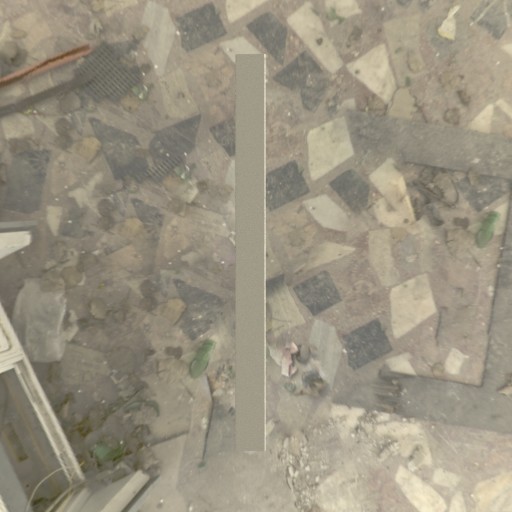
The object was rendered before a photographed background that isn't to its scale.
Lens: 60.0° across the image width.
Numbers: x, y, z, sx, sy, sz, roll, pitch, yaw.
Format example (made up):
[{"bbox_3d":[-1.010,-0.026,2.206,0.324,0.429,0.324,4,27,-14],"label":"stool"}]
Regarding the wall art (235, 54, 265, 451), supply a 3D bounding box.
[{"bbox_3d":[0.000,0.000,0.946,0.039,0.753,0.511,0,89,1],"label":"wall art"}]
